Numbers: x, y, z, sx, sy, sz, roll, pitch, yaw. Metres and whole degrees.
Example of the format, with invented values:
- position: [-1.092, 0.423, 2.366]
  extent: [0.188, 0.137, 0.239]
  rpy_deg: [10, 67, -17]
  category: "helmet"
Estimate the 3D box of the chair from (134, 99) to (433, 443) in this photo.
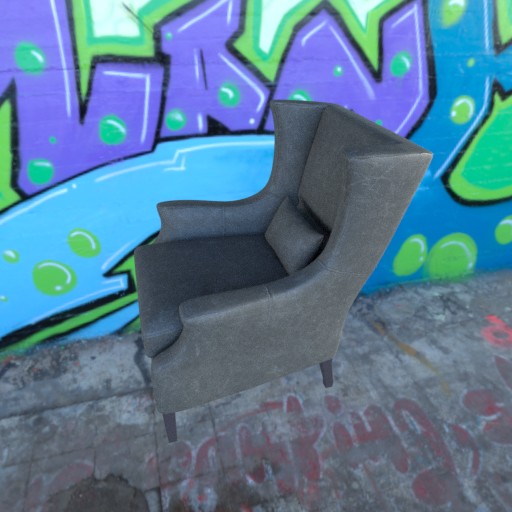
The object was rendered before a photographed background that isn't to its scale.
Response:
- position: [0.000, 0.000, 1.732]
  extent: [0.926, 1.016, 0.853]
  rpy_deg: [-8, 32, -14]
  category: "chair"
